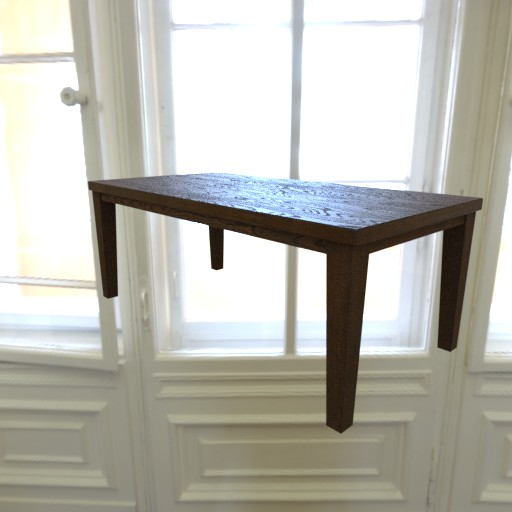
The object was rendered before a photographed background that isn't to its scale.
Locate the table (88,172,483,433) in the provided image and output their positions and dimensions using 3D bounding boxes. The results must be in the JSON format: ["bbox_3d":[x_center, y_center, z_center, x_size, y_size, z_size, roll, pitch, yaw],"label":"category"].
[{"bbox_3d":[0.000,0.000,2.502,1.016,0.762,1.981,-14,21,-41],"label":"table"}]
